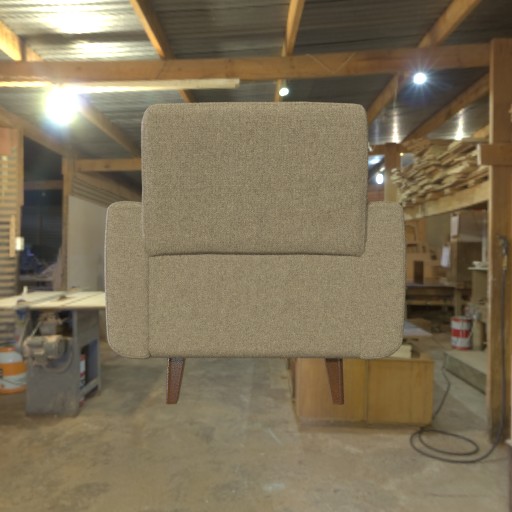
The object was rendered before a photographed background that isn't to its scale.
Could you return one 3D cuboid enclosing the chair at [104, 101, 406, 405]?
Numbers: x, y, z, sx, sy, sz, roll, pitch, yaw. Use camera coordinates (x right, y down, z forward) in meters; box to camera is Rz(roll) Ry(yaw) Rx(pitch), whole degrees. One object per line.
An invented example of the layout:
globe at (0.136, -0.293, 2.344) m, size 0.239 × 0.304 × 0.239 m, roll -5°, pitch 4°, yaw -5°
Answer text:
chair at (0.000, 0.000, 1.587) m, size 0.831 × 0.839 × 0.907 m, roll 0°, pitch 0°, yaw 0°
